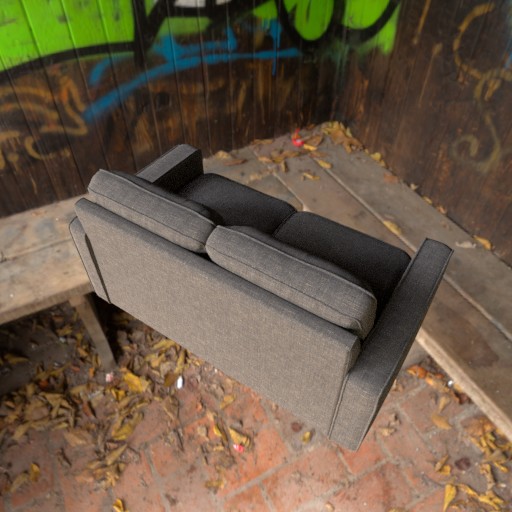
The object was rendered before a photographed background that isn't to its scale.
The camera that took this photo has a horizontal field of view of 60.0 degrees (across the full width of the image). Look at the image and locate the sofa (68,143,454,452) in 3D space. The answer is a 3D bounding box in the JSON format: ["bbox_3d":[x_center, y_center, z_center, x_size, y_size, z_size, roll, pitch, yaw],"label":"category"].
[{"bbox_3d":[0.000,0.000,2.282,1.709,0.918,0.947,25,51,22],"label":"sofa"}]
